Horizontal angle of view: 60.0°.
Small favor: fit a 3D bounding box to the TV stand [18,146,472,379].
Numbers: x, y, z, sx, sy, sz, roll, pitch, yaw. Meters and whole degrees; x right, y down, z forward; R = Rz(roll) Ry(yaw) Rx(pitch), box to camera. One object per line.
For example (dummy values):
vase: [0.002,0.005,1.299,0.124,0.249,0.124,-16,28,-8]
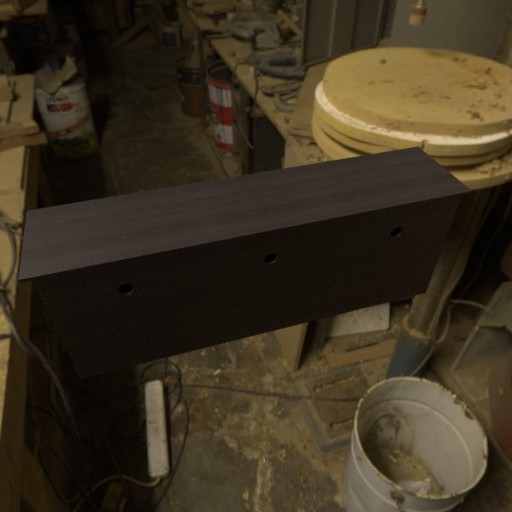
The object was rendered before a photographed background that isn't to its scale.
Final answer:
TV stand: [0.000,0.000,2.015,1.778,0.610,0.406,-12,43,-13]
